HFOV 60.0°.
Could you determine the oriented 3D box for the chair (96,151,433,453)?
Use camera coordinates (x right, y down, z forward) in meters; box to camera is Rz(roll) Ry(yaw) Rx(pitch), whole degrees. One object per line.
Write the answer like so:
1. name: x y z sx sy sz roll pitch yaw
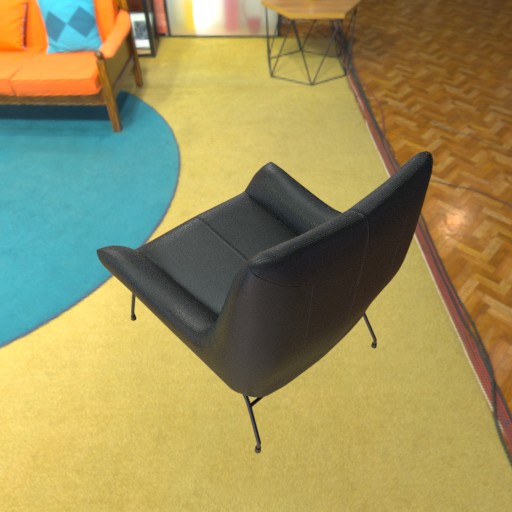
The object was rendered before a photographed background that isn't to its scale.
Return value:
1. chair: 0.000 0.000 1.556 0.836 0.922 0.826 -32 54 -27
